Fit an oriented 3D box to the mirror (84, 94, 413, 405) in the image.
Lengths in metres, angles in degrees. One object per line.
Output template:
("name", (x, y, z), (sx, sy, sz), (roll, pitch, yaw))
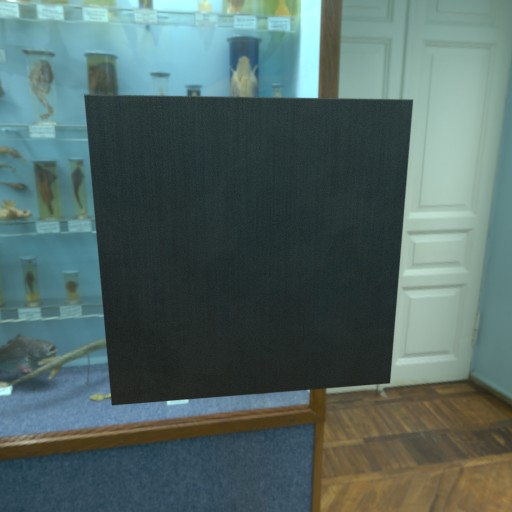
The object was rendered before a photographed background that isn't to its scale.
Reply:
("mirror", (0.000, 0.000, 0.564), (0.382, 0.381, 0.020), (-2, 14, -8))
